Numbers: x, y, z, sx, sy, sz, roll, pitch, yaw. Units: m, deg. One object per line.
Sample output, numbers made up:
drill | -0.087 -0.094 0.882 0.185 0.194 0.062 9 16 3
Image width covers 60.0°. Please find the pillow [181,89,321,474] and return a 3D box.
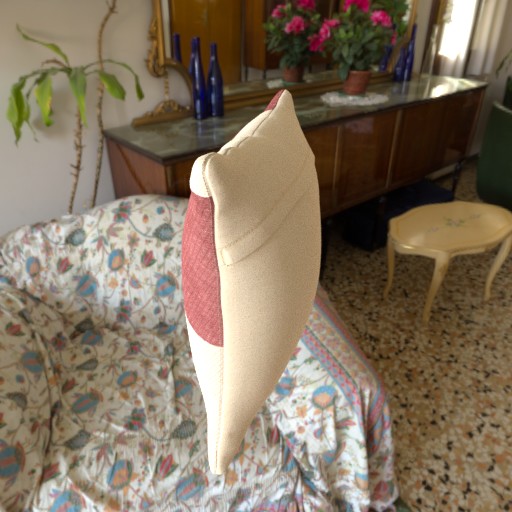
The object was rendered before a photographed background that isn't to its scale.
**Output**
pillow | 0.000 0.000 0.797 0.229 0.506 0.536 7 31 11
